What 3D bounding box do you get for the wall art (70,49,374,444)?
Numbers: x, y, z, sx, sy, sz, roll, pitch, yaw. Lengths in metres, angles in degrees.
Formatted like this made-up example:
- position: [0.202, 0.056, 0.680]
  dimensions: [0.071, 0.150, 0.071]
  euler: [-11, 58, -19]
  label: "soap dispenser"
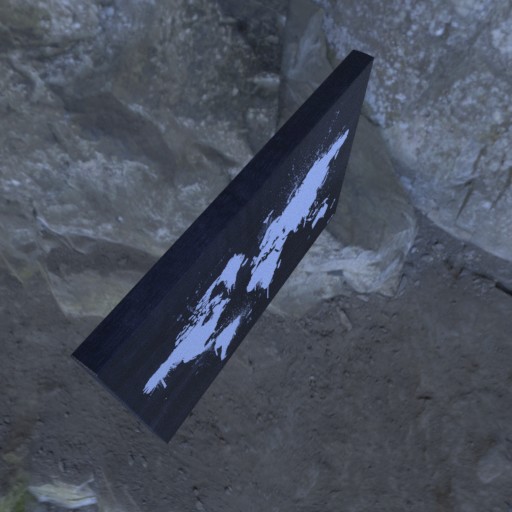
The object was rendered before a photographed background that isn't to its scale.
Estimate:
- position: [0.000, 0.000, 0.742]
  dimensions: [0.038, 0.409, 0.610]
  euler: [30, 63, 17]
  label: "wall art"
